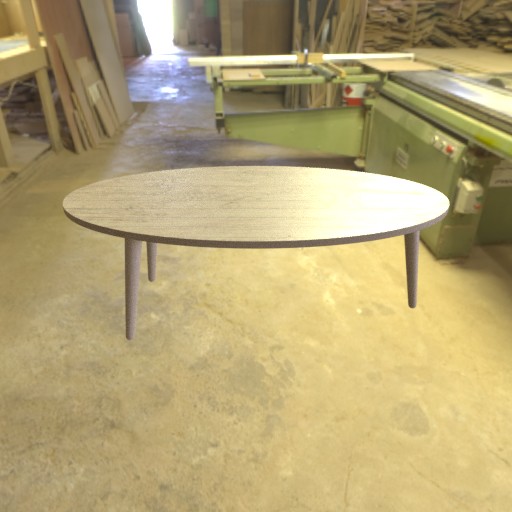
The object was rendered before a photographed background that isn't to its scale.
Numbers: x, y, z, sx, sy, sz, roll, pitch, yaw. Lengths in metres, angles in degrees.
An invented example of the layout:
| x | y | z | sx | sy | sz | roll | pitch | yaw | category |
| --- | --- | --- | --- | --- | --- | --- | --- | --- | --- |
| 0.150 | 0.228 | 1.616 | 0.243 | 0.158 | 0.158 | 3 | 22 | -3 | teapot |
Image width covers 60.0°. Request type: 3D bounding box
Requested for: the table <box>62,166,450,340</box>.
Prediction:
| x | y | z | sx | sy | sz | roll | pitch | yaw | category |
| --- | --- | --- | --- | --- | --- | --- | --- | --- | --- |
| 0.000 | 0.000 | 1.359 | 1.083 | 0.390 | 0.542 | 0 | 30 | 0 | table |
